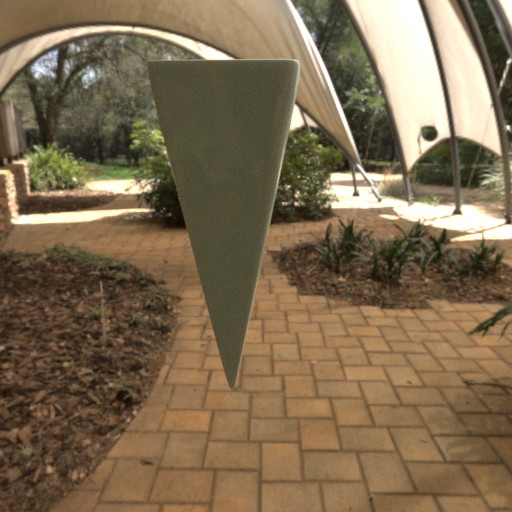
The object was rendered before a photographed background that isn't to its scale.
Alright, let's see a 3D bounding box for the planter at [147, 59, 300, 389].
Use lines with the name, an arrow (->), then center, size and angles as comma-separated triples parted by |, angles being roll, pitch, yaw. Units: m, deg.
planter -> 0.000, 0.000, 0.215 | 0.080, 0.178, 0.064 | -8, 17, -26
